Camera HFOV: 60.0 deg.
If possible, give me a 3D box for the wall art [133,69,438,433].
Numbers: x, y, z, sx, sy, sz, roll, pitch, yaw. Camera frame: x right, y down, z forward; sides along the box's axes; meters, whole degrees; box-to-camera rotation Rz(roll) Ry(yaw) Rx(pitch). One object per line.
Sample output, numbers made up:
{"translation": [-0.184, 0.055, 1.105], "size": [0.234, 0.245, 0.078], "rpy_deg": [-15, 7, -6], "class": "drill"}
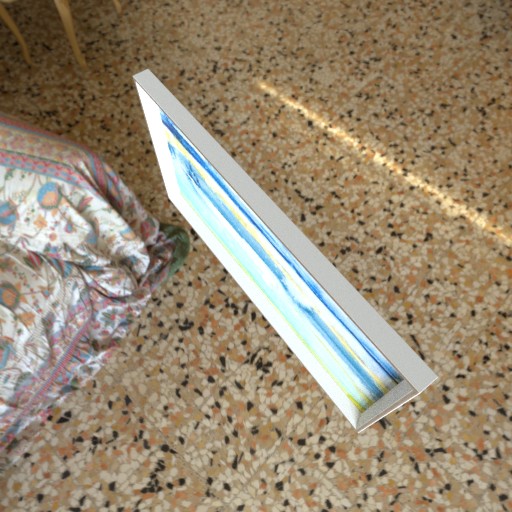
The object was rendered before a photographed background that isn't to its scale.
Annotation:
{"translation": [0.000, 0.000, 0.969], "size": [0.038, 0.431, 0.812], "rpy_deg": [-33, 66, -17], "class": "wall art"}
